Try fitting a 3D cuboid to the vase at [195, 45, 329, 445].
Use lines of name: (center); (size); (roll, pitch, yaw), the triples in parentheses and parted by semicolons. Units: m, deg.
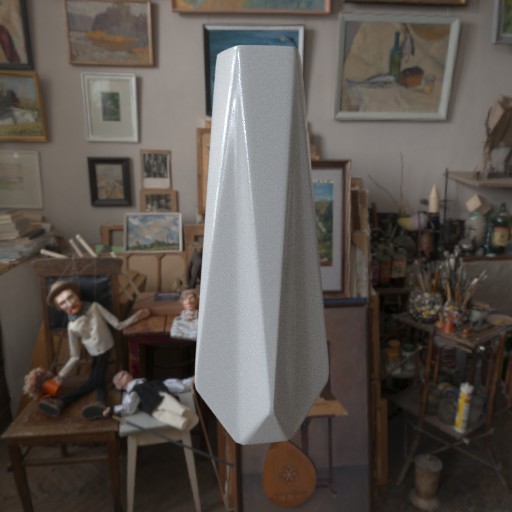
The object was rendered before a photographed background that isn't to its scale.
vase: (0.000, 0.000, 0.391); (0.122, 0.329, 0.116); (-14, 20, -42)
